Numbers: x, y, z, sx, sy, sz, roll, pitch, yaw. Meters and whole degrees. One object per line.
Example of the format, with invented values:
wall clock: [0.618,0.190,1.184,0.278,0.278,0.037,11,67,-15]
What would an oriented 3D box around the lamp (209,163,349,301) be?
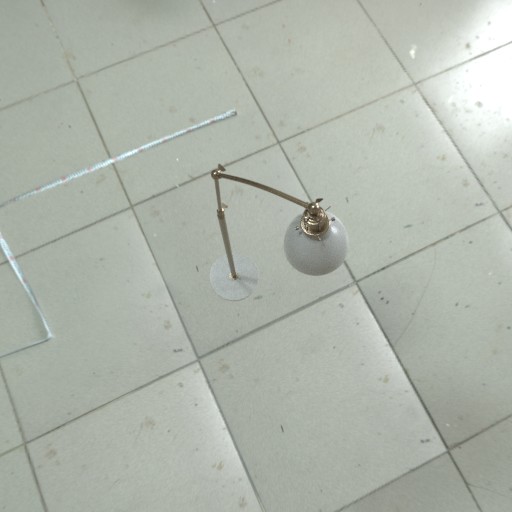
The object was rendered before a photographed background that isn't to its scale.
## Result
lamp: [0.000,0.000,1.827,0.599,1.586,0.288,34,77,9]
